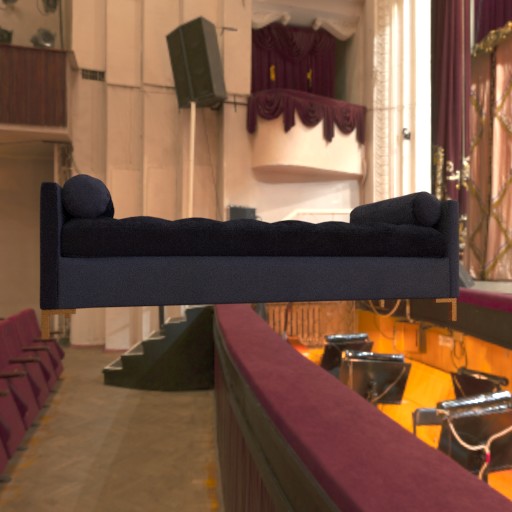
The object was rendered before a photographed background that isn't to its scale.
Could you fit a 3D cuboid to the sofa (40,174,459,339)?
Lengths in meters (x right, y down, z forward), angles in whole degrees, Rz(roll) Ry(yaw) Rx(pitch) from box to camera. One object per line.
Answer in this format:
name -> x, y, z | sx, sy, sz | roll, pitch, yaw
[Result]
sofa -> 0.000, 0.000, 2.476 | 2.102, 0.705, 0.796 | 0, -1, -16
